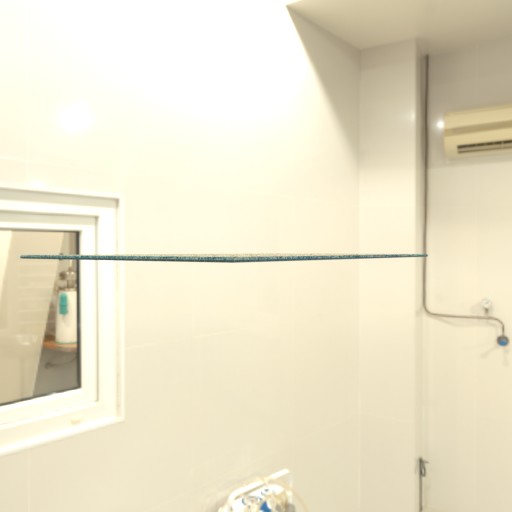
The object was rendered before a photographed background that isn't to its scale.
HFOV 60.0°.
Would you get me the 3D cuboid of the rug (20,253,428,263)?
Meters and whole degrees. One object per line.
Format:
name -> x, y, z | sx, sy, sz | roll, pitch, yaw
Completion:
rug -> 0.000, 0.000, 2.307 | 1.219, 0.016, 1.829 | 0, 1, 37
